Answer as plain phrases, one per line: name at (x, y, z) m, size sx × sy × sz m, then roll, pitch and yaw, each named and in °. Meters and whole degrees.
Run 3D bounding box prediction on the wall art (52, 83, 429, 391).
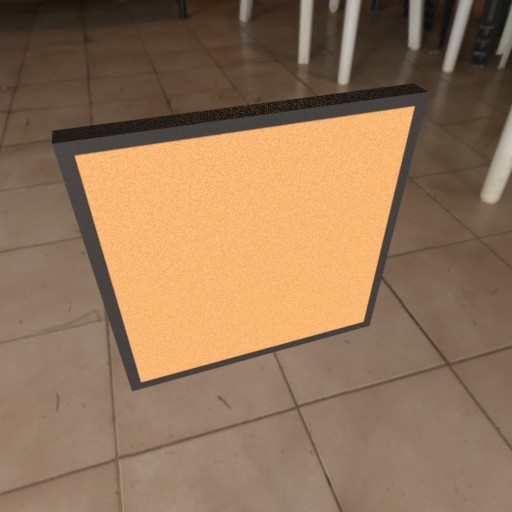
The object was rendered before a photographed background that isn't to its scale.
wall art at (0.000, 0.000, 0.746) m, size 0.506 × 0.506 × 0.037 m, roll -12°, pitch 42°, yaw -14°
